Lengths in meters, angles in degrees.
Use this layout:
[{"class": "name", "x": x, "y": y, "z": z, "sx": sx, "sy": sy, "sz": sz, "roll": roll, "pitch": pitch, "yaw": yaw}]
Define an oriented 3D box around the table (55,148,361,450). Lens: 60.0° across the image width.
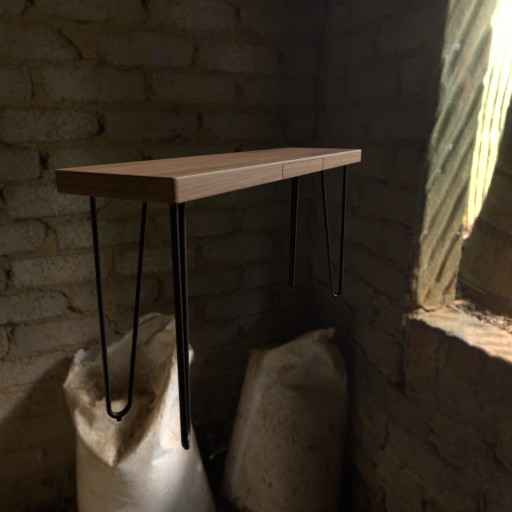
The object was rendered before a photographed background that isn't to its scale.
[{"class": "table", "x": 0.000, "y": 0.000, "z": 1.896, "sx": 0.425, "sy": 0.834, "sz": 1.570, "roll": 9, "pitch": 18, "yaw": 28}]
